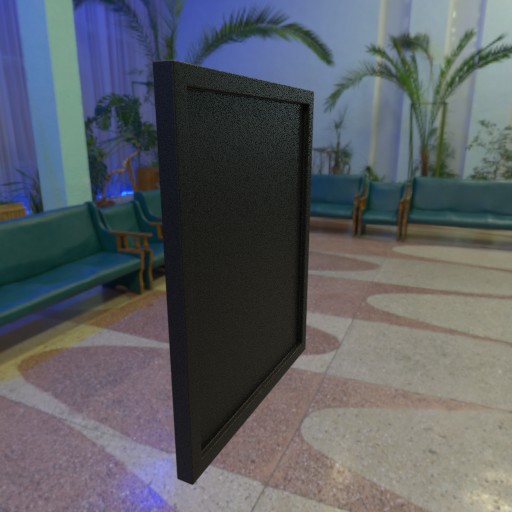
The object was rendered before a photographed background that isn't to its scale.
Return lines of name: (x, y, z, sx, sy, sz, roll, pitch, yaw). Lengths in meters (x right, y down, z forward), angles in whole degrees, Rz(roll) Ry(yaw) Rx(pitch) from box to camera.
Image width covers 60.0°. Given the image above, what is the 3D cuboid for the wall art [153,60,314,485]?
wall art: (0.000, 0.000, 0.755, 0.028, 0.559, 0.457, 8, 18, 25)
